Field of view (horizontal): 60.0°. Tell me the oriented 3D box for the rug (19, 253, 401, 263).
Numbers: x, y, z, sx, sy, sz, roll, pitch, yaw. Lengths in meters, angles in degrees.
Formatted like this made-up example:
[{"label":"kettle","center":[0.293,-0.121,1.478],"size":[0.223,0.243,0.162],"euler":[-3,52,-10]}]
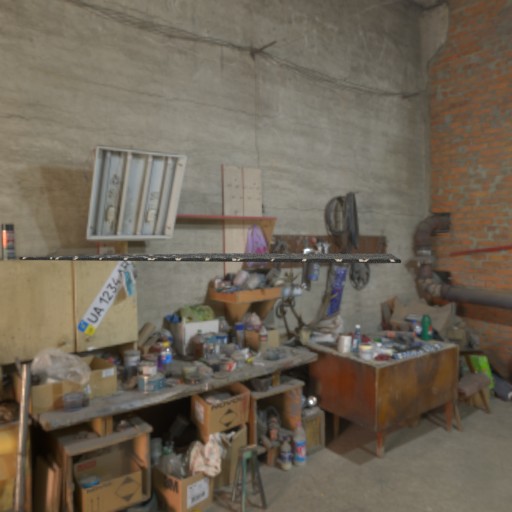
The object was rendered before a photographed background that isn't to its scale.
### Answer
[{"label":"rug","center":[0.000,0.000,4.075],"size":[2.439,0.022,3.047],"euler":[0,1,16]}]
